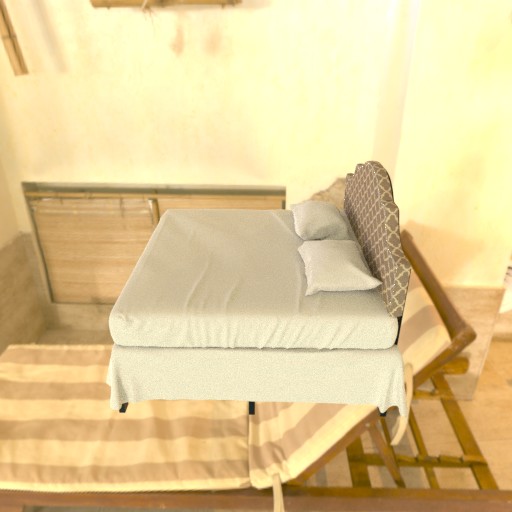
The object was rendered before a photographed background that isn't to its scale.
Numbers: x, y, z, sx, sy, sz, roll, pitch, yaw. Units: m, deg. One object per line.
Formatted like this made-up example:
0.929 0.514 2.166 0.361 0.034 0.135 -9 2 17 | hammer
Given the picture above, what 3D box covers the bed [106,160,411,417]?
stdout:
0.000 0.000 3.804 2.222 1.601 2.314 0 27 1 | bed
